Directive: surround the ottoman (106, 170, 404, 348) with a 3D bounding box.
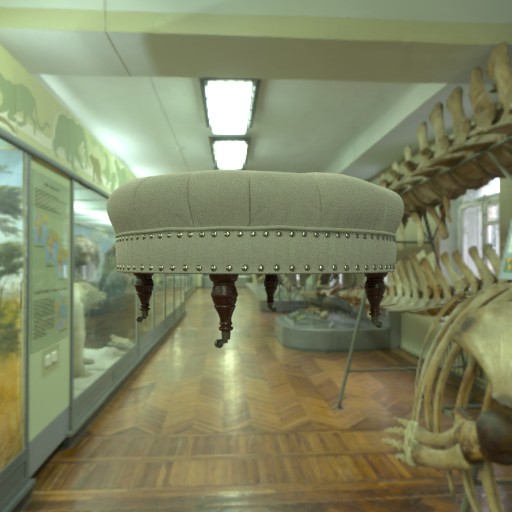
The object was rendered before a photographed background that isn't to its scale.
[{"bbox_3d":[0.000,0.000,1.411,0.901,0.439,0.901,0,-1,0],"label":"ottoman"}]
